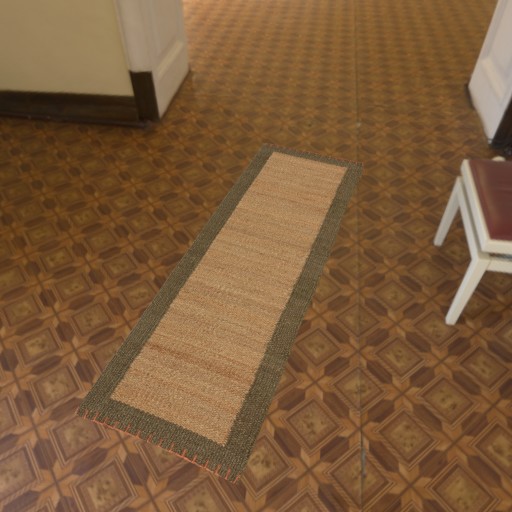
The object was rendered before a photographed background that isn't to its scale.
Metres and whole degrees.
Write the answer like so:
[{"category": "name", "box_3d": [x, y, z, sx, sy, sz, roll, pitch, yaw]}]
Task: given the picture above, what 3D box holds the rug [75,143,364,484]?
[{"category": "rug", "box_3d": [0.000, 0.000, 2.642, 0.810, 0.016, 2.413, 16, 47, 15]}]
